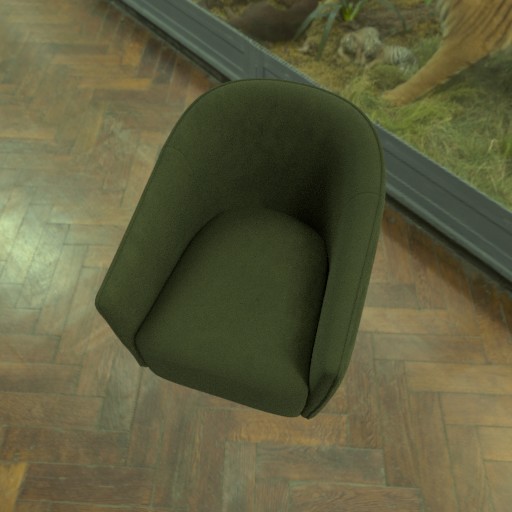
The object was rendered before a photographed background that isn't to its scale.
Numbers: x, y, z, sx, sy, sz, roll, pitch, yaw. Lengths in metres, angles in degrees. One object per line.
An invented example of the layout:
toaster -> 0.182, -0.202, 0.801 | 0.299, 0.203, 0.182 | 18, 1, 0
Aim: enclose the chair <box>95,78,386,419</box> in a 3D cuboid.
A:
chair -> 0.000, 0.000, 1.524 | 0.747, 0.799, 0.875 | 15, 58, 9
